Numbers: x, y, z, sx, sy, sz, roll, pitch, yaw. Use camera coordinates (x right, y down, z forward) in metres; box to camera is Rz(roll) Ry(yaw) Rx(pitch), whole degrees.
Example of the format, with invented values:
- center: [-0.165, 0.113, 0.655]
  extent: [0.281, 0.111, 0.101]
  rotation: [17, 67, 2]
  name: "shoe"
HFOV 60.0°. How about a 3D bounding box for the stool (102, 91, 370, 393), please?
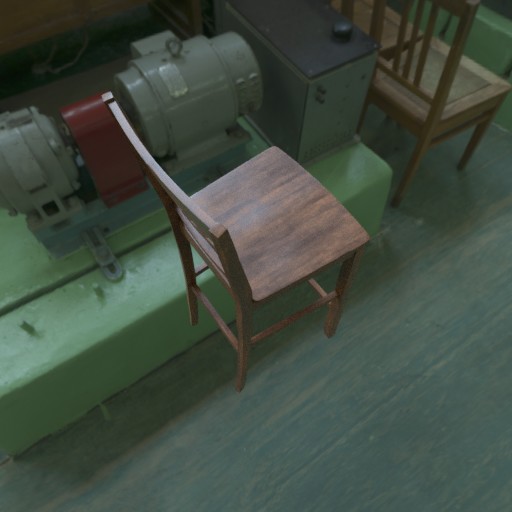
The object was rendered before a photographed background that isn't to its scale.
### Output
- center: [0.000, 0.000, 1.342]
  extent: [0.487, 1.105, 0.433]
  rotation: [-31, 63, -18]
  name: "stool"
